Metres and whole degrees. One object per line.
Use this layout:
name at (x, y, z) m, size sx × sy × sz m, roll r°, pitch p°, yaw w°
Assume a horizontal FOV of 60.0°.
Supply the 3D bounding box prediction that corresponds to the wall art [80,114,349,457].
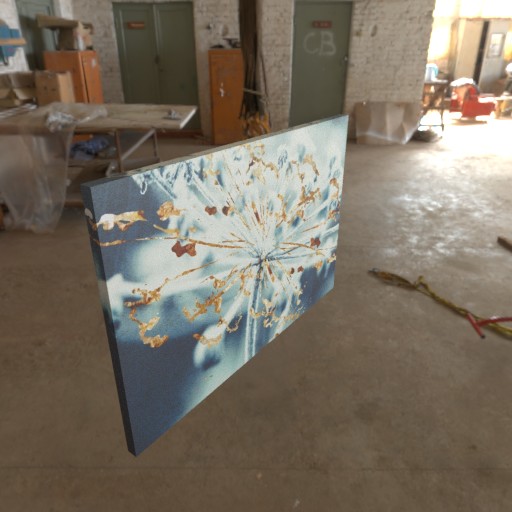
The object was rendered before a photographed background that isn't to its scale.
wall art at (0.000, 0.000, 1.456) m, size 0.035 × 0.759 × 1.138 m, roll 18°, pitch 31°, yaw 32°
